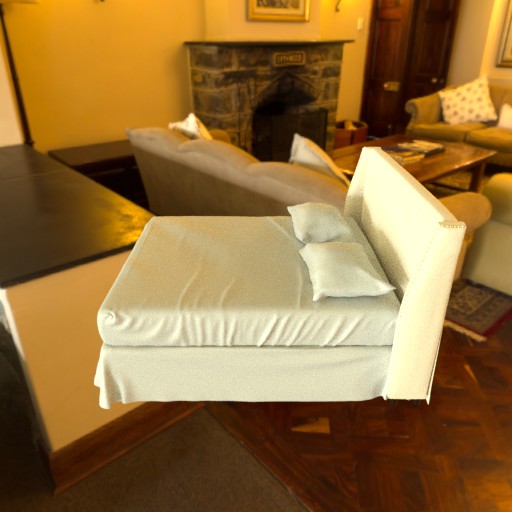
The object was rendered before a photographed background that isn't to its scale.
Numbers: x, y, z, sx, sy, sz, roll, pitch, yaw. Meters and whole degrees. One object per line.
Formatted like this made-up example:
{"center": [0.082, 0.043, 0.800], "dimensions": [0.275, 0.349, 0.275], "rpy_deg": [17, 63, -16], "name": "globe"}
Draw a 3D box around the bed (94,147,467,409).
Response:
{"center": [0.000, 0.000, 3.490], "dimensions": [2.276, 1.332, 1.925], "rpy_deg": [0, 27, 0], "name": "bed"}
